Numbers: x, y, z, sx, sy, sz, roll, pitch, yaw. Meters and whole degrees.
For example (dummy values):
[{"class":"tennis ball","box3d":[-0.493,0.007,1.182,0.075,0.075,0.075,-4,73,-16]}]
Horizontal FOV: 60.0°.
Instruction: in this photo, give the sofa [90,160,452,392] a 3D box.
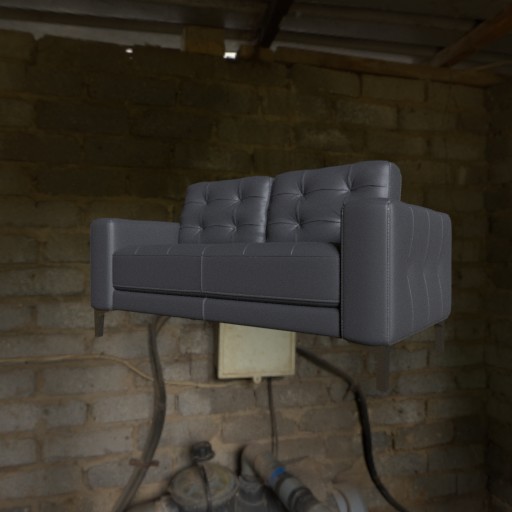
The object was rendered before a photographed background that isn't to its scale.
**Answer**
[{"class":"sofa","box3d":[0.000,0.000,2.268,1.726,0.893,0.833,0,1,36]}]
